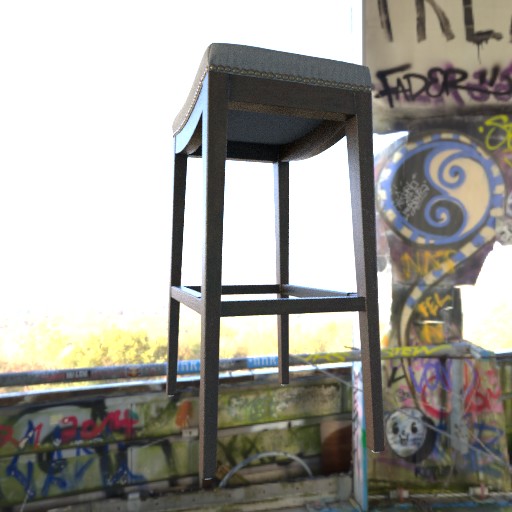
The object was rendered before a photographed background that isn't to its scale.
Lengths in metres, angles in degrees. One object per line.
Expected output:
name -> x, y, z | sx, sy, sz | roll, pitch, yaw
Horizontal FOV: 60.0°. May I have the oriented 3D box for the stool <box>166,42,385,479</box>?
stool -> 0.000, 0.000, 1.040 | 0.356, 0.762, 0.508 | 0, 0, -18
